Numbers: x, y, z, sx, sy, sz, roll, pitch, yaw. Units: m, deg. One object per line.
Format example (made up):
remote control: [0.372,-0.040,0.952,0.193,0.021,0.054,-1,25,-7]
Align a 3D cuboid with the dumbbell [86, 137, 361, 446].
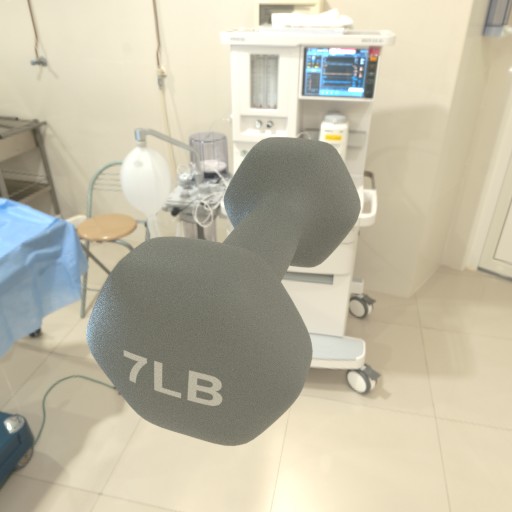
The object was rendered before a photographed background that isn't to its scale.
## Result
dumbbell: [0.000,0.000,0.229,0.090,0.081,0.184,10,32,17]
